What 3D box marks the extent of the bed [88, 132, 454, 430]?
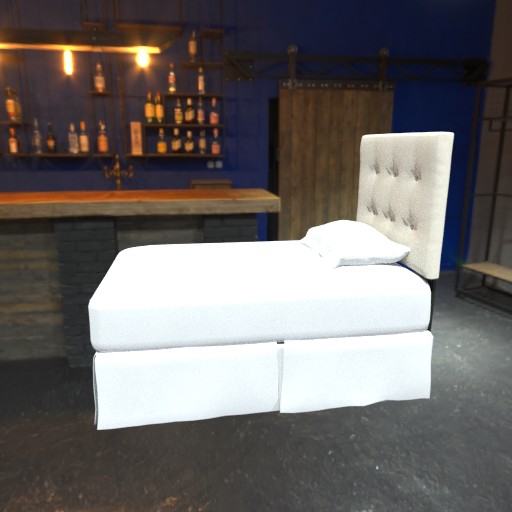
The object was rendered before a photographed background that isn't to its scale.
[{"bbox_3d":[0.000,0.000,2.937,1.997,1.571,1.261,-2,15,-8],"label":"bed"}]
